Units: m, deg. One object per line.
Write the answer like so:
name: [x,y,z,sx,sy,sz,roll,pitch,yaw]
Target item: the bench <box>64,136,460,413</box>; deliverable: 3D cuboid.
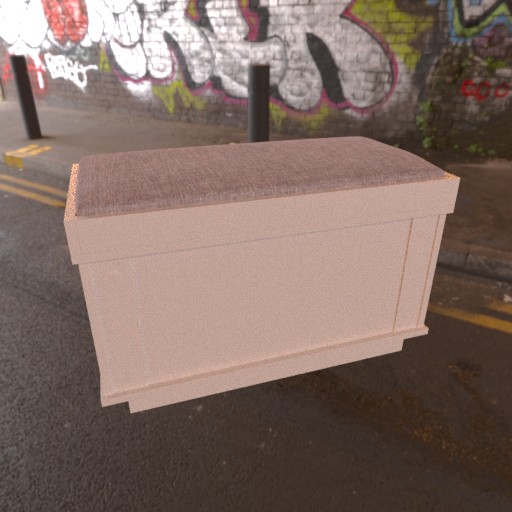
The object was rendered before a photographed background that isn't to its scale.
bench: [0.000,0.000,1.019,0.734,0.461,0.362,-8,28,-16]
